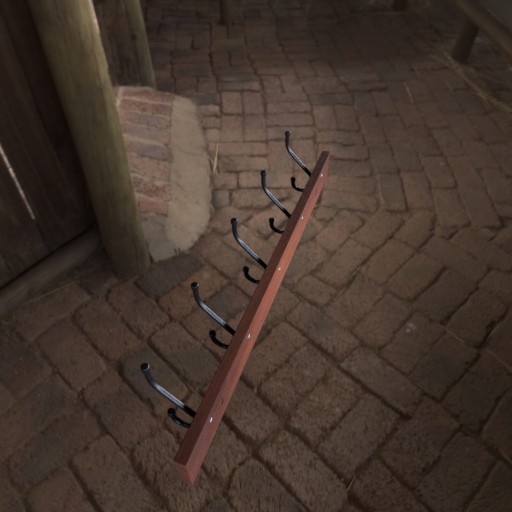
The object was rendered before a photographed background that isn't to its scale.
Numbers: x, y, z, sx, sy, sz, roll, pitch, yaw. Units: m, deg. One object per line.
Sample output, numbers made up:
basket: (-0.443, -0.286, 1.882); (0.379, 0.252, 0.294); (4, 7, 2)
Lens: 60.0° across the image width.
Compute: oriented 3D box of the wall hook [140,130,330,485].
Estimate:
wall hook: (0.000, 0.000, 0.620); (0.071, 0.117, 0.571); (15, 48, 14)
